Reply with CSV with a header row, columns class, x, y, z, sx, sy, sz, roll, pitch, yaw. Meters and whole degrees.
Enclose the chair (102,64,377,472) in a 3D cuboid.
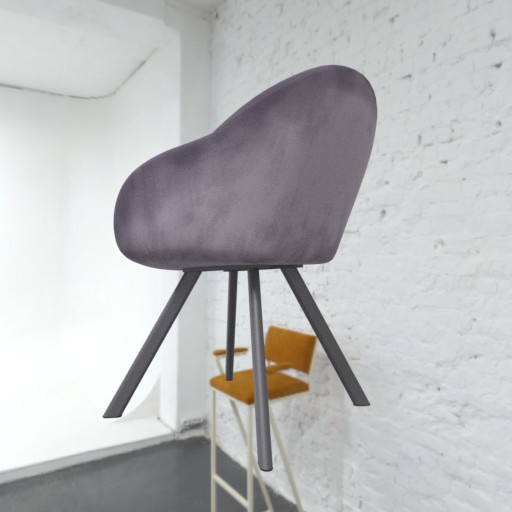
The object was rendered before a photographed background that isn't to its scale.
class,x,y,z,sx,sy,sz,roll,pitch,yaw
chair,0.000,0.000,1.126,0.590,0.795,0.550,-1,-2,36
